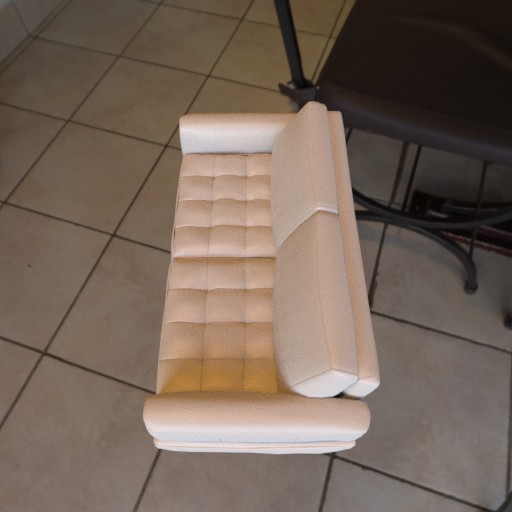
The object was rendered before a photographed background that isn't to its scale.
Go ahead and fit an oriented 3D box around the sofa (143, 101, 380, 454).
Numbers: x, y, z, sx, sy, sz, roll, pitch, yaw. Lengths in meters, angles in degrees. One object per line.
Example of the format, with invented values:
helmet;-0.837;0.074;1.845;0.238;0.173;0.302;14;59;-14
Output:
sofa;0.000;0.000;2.713;1.121;0.930;2.177;0;59;0
